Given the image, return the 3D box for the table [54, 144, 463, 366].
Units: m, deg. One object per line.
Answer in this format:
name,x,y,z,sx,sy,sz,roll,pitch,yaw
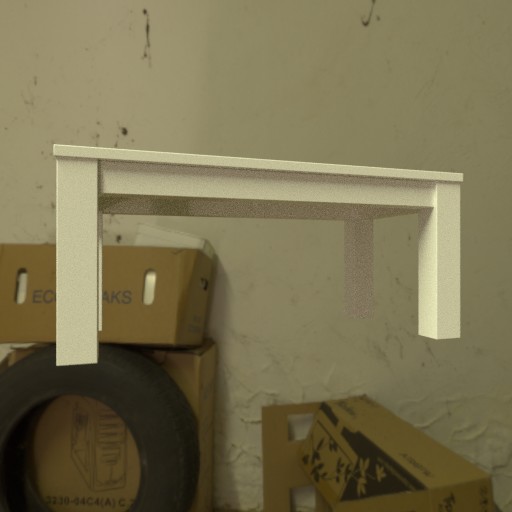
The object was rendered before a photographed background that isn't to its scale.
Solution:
table,0.000,0.000,2.276,1.800,0.790,0.900,0,0,-18
